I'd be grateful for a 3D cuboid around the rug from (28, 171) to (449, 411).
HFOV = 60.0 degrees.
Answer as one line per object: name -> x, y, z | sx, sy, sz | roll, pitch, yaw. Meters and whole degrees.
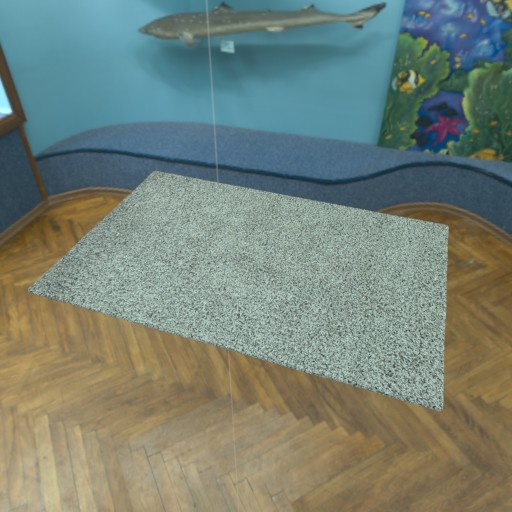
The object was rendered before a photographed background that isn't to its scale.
rug -> 0.000, 0.000, 3.361 | 2.743, 0.030, 1.778 | 13, 42, 15
